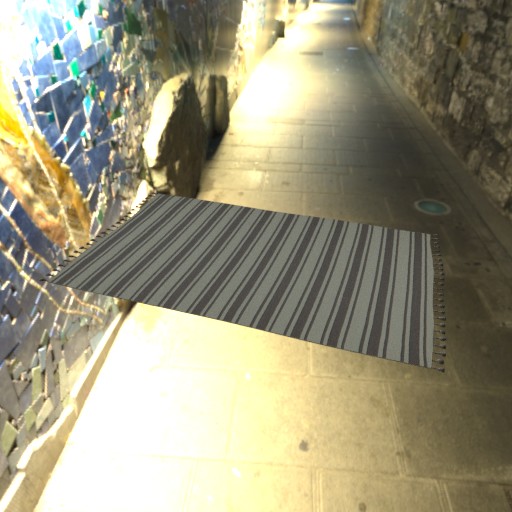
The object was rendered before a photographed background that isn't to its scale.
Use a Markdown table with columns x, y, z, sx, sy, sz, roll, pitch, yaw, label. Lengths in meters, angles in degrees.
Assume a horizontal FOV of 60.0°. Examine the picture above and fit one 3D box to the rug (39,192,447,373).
| x | y | z | sx | sy | sz | roll | pitch | yaw | label |
| --- | --- | --- | --- | --- | --- | --- | --- | --- | --- |
| 0.000 | 0.000 | 2.613 | 2.096 | 0.011 | 1.229 | 10 | 34 | 16 | rug |
